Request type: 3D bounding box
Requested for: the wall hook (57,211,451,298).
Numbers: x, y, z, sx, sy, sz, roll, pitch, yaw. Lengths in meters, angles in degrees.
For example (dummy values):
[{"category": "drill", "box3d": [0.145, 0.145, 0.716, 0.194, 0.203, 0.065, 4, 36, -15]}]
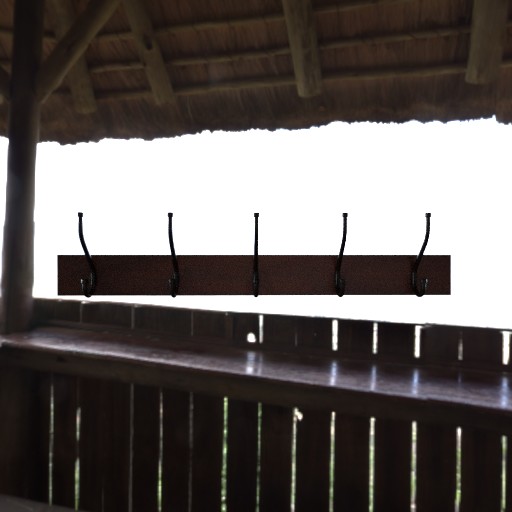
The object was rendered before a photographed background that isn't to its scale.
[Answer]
[{"category": "wall hook", "box3d": [0.000, 0.000, 0.621, 0.571, 0.117, 0.071, 0, 0, -1]}]
